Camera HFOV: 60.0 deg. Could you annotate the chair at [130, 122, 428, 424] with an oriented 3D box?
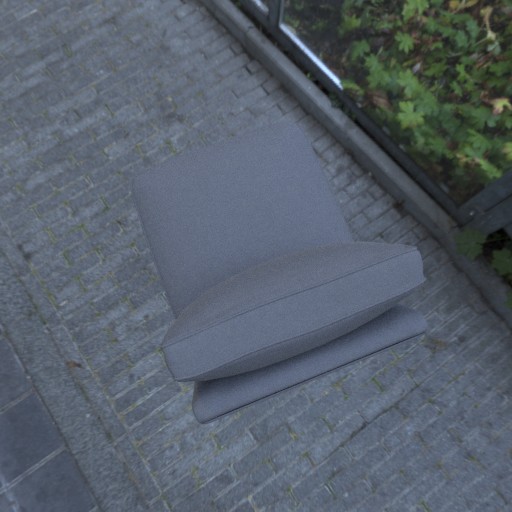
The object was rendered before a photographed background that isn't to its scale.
[{"bbox_3d":[0.000,0.000,1.657,0.724,1.045,0.924,-21,77,-5],"label":"chair"}]
